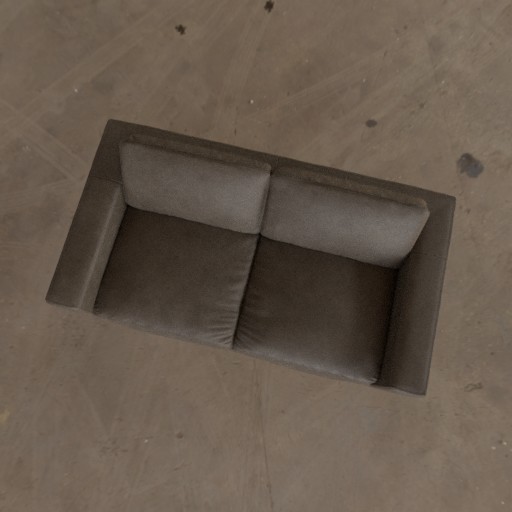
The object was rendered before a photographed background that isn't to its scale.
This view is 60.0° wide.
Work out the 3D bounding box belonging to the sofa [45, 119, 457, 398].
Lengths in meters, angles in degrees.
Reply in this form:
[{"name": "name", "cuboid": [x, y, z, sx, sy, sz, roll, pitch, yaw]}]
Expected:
[{"name": "sofa", "cuboid": [0.000, 0.000, 2.403, 1.920, 0.800, 1.070, 13, 77, 3]}]
